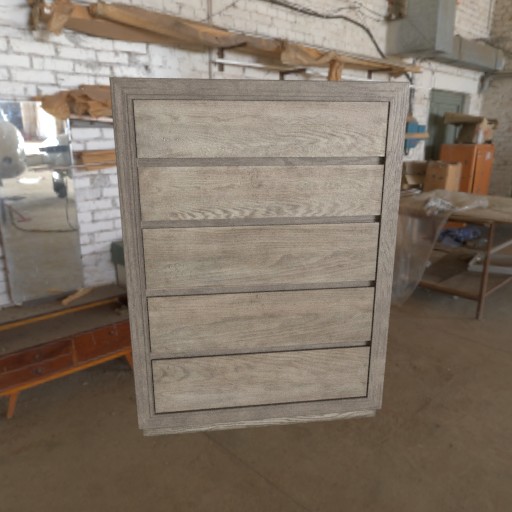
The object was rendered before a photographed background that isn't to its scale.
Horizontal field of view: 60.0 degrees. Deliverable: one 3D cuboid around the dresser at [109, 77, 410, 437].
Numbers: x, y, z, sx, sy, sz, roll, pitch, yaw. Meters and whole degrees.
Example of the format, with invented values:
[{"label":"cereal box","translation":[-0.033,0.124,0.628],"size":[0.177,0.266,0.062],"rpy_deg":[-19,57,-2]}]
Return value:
[{"label":"dresser","translation":[0.000,0.000,1.811],"size":[0.967,1.295,0.483],"rpy_deg":[-2,16,-7]}]
